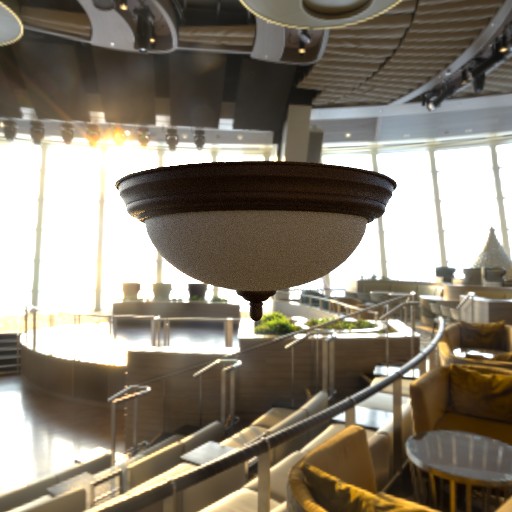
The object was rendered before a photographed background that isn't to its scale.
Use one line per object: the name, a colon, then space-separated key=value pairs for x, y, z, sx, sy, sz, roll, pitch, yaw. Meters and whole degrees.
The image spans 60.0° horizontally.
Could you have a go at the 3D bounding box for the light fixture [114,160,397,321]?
light fixture: x=0.000 y=0.000 z=0.459 sx=0.280 sy=0.135 sz=0.280 roll=0 pitch=-1 yaw=0
